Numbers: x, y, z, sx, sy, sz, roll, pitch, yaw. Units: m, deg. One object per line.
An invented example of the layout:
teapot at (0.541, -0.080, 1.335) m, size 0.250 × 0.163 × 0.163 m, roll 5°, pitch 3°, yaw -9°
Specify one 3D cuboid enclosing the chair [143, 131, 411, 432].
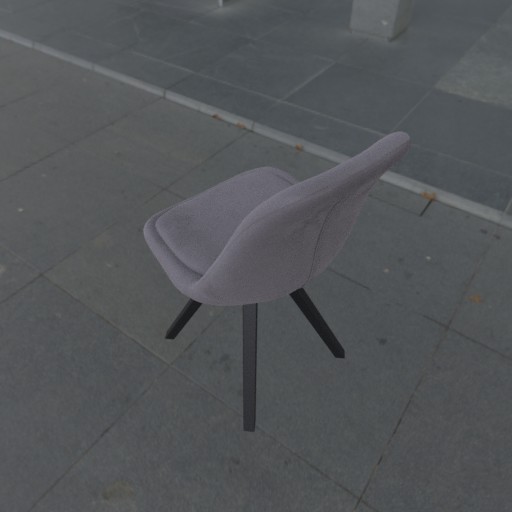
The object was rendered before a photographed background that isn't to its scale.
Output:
chair at (0.000, 0.000, 1.162) m, size 0.485 × 0.850 × 0.550 m, roll -30°, pitch 53°, yaw -26°
